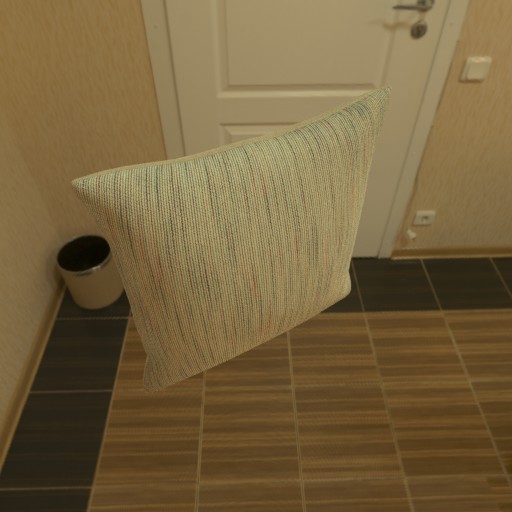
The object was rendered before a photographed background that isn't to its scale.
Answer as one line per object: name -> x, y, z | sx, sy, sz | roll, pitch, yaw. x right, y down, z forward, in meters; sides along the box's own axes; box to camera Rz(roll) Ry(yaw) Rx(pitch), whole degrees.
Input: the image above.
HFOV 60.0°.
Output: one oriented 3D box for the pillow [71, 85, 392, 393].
pillow -> 0.000, 0.000, 0.788 | 0.512, 0.506, 0.178 | -23, 50, -21
